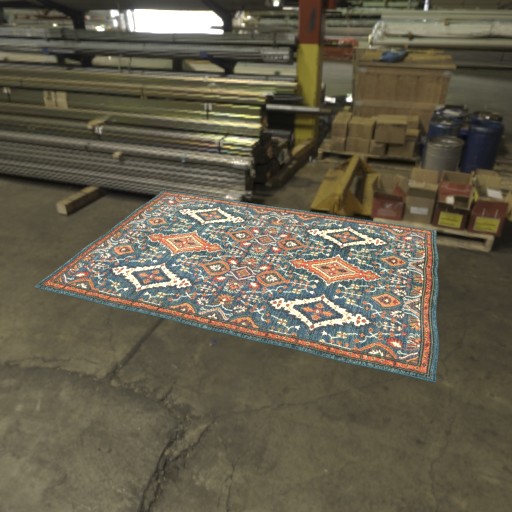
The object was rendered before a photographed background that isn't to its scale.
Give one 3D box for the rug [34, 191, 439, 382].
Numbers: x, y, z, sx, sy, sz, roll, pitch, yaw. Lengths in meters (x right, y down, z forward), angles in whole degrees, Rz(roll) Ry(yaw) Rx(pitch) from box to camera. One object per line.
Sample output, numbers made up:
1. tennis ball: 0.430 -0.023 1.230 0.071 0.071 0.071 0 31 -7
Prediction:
1. rug: 0.000 0.000 3.056 2.373 0.009 1.622 10 33 16
